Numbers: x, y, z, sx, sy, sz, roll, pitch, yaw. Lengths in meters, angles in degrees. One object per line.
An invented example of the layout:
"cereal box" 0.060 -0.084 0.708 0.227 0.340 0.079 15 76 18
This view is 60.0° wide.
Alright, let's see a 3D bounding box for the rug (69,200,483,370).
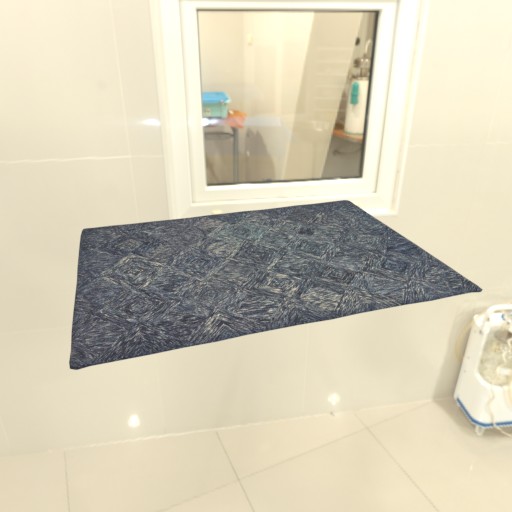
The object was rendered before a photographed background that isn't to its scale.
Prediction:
"rug" 0.000 0.000 4.253 3.245 0.024 2.385 -8 28 -16
